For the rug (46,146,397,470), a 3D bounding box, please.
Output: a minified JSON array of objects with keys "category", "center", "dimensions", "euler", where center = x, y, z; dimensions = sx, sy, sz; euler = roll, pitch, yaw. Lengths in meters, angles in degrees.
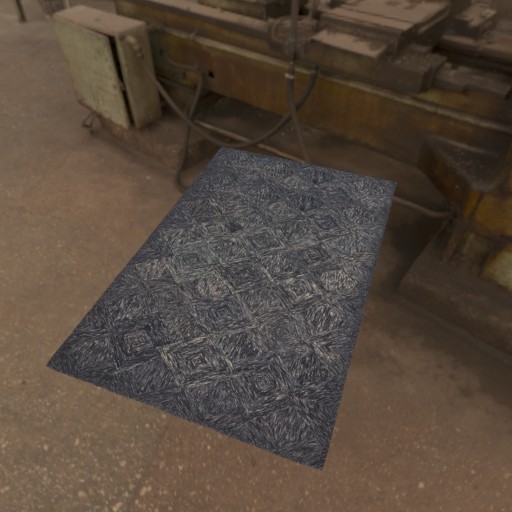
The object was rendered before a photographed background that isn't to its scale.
[{"category":"rug","center":[0.000,0.000,2.202],"dimensions":[1.139,0.010,1.754],"euler":[15,47,14]}]
